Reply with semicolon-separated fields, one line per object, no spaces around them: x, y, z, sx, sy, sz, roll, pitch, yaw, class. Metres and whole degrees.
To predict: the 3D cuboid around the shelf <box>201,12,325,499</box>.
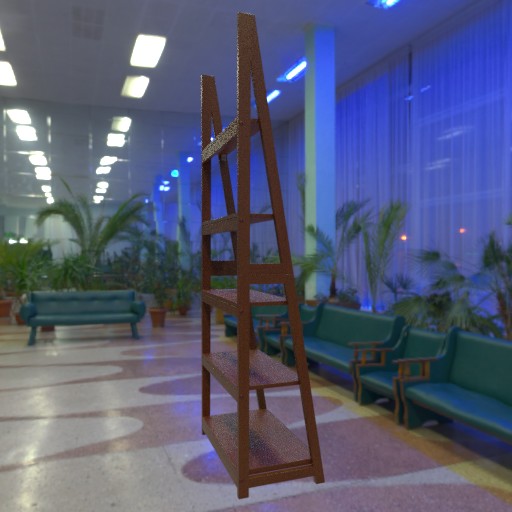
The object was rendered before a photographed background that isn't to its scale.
0.000;0.000;1.971;0.356;1.780;0.630;0;1;-20;shelf
